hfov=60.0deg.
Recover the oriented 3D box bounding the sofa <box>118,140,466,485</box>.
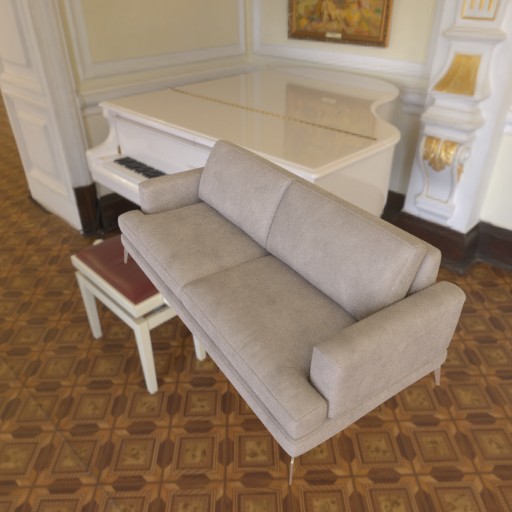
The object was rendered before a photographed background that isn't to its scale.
[{"bbox_3d":[0.000,0.000,2.517,0.980,0.830,2.013,-20,37,-28],"label":"sofa"}]
